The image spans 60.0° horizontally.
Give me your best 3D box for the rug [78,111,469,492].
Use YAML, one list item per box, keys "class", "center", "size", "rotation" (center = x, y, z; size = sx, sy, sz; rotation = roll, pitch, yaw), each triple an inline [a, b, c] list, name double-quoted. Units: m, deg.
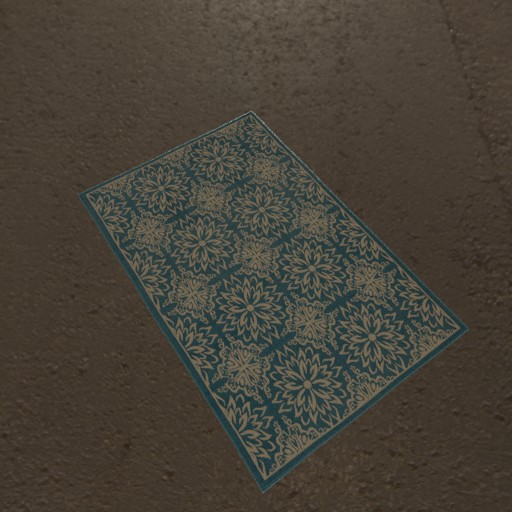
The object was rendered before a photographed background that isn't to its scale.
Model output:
- class: "rug"
  center: [0.000, 0.000, 2.326]
  size: [1.211, 0.012, 1.833]
  rotation: [-31, 64, -17]
